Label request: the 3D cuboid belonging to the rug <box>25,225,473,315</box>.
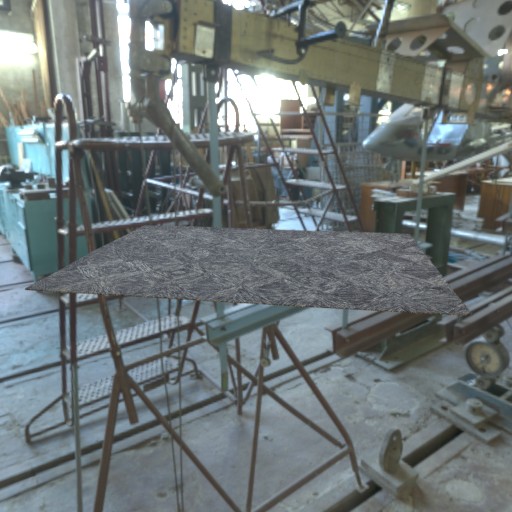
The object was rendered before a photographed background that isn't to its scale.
[{"bbox_3d":[0.000,0.000,5.360,4.093,0.020,2.997,2,16,8],"label":"rug"}]
